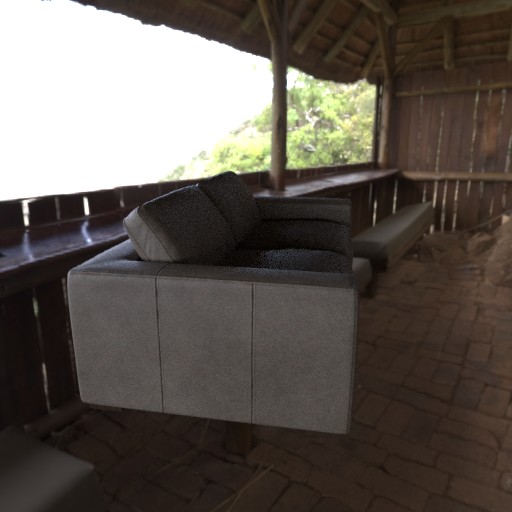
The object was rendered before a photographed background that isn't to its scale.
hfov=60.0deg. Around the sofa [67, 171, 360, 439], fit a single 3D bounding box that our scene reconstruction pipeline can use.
[{"bbox_3d":[0.000,0.000,2.440,1.070,0.800,1.920,3,17,10],"label":"sofa"}]
